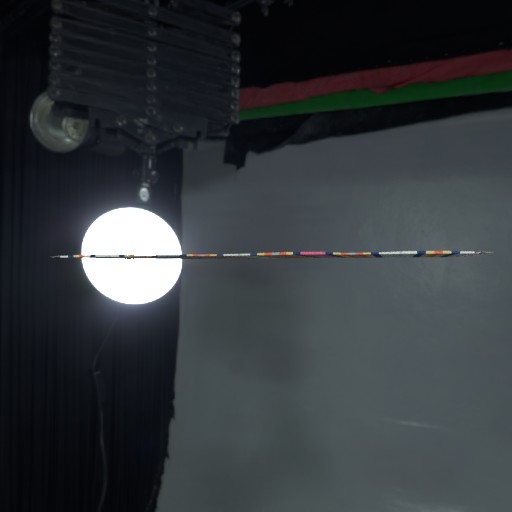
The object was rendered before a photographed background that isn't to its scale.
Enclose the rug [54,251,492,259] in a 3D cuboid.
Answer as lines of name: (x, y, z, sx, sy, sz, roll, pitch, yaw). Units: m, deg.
rug: (0.000, 0.000, 2.678, 2.455, 0.017, 0.695, -1, -2, 18)
